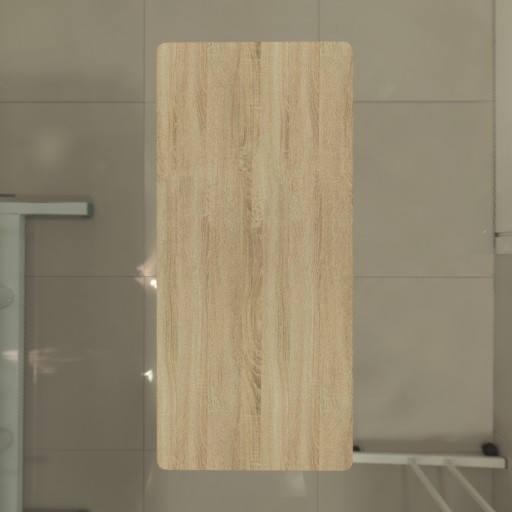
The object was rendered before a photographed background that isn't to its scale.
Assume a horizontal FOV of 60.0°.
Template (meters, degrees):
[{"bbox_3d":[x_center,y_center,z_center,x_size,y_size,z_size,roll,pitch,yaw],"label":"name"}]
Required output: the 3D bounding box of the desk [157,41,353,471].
[{"bbox_3d":[0.000,0.000,1.620,0.550,0.760,1.200,0,90,1],"label":"desk"}]
